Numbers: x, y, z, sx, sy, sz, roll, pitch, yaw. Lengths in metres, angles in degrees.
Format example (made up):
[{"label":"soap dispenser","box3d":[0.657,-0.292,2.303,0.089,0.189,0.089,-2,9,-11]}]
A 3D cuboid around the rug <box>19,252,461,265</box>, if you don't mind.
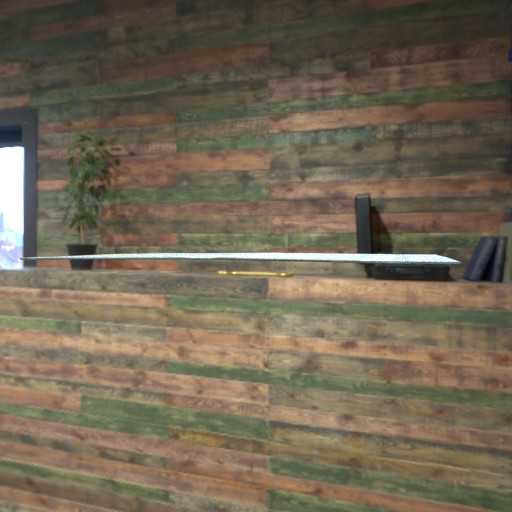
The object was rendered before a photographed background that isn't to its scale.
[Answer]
[{"label":"rug","box3d":[0.000,0.000,2.866,2.260,0.026,1.611,0,1,19]}]
